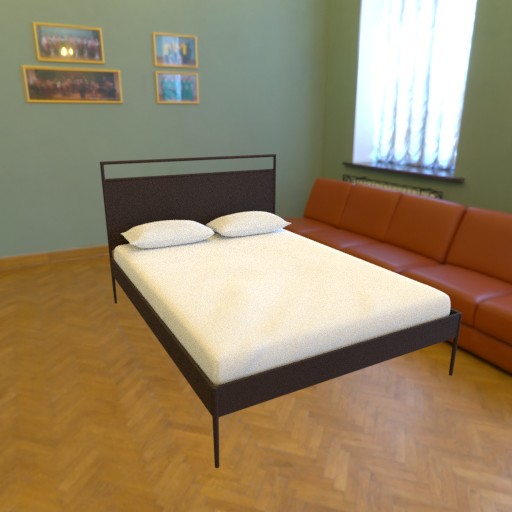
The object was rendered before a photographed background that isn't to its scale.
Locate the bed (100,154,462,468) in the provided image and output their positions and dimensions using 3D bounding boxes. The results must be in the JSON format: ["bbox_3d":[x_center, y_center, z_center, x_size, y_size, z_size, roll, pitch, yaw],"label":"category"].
[{"bbox_3d":[0.000,0.000,3.042,1.572,1.173,2.122,-9,19,-27],"label":"bed"}]
